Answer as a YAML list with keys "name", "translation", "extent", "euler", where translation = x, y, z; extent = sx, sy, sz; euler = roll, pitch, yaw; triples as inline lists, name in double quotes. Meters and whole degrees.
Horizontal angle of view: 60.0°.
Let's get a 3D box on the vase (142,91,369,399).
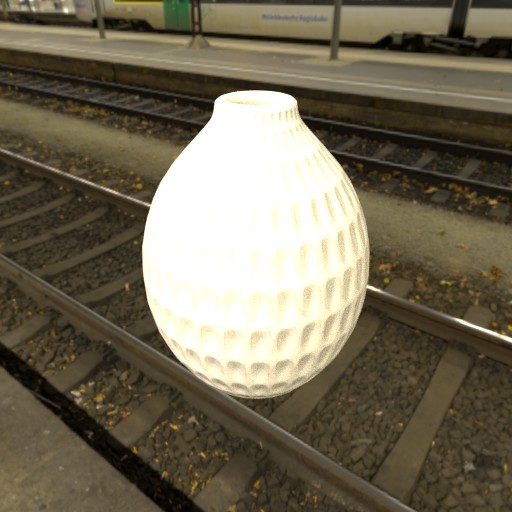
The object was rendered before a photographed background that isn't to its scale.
- name: "vase"
  translation: [0.000, 0.000, 0.325]
  extent: [0.162, 0.223, 0.162]
  euler: [0, 31, 0]
